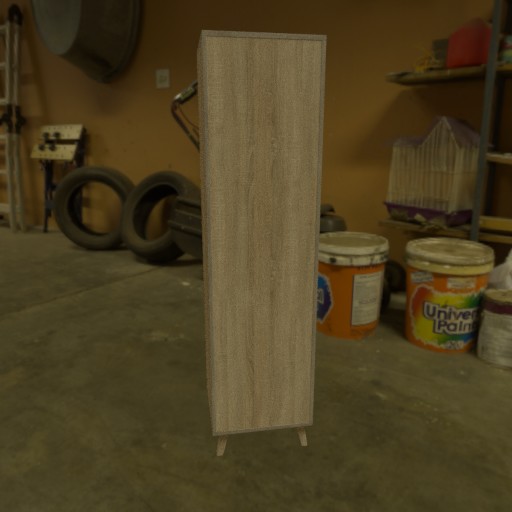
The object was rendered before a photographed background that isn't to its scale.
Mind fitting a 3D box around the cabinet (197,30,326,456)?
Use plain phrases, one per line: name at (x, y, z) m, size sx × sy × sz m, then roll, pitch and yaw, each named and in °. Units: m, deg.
cabinet at (0.000, 0.000, 2.234) m, size 0.510 × 1.960 × 0.450 m, roll -2°, pitch 14°, yaw -10°
